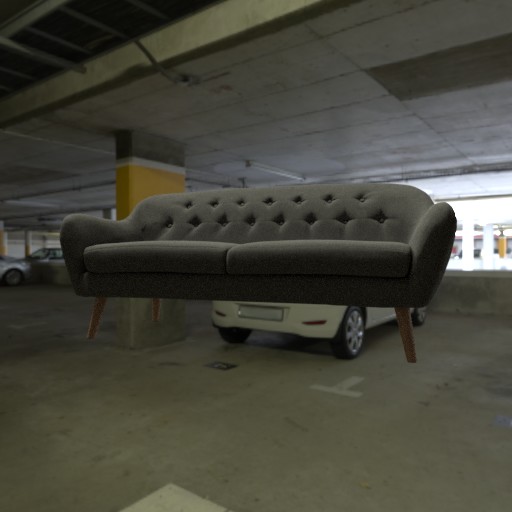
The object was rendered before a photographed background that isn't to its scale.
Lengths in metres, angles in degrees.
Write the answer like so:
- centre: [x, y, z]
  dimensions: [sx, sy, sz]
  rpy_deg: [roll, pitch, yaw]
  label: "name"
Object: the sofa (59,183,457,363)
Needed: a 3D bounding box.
- centre: [0.000, 0.000, 2.274]
  dimensions: [1.840, 0.820, 0.820]
  rpy_deg: [0, 0, 19]
  label: "sofa"
